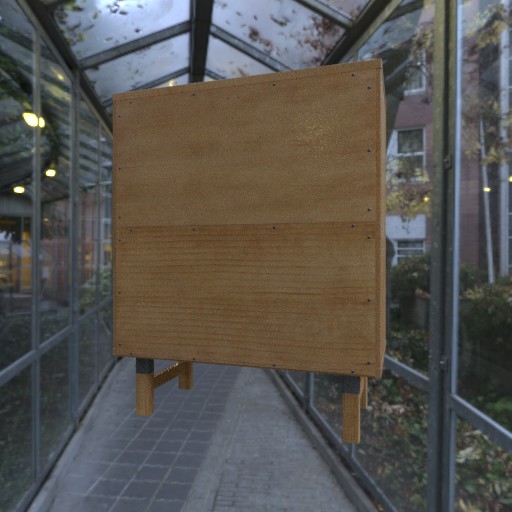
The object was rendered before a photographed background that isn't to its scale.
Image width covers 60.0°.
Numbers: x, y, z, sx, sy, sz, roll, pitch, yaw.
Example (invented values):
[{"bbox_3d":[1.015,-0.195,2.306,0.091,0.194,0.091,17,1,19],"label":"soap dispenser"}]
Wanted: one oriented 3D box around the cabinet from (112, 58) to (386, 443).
[{"bbox_3d":[0.000,0.000,1.439,0.800,1.001,0.419,0,0,18],"label":"cabinet"}]
